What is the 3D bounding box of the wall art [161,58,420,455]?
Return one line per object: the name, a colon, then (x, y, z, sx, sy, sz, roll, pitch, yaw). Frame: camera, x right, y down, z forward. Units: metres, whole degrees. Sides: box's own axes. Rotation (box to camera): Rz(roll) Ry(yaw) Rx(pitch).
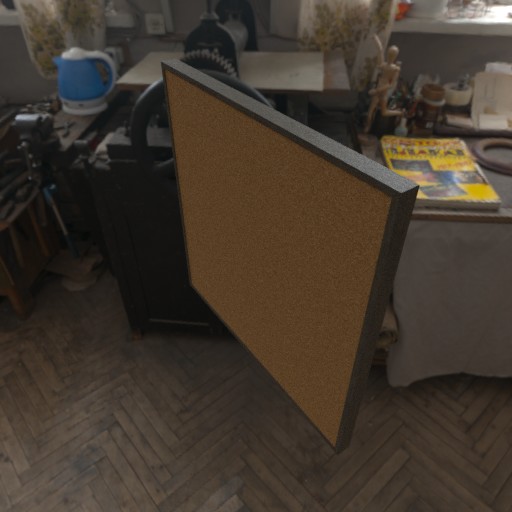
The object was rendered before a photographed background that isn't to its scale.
wall art: (0.000, 0.000, 1.108, 0.039, 0.758, 0.758, -24, 45, -26)
